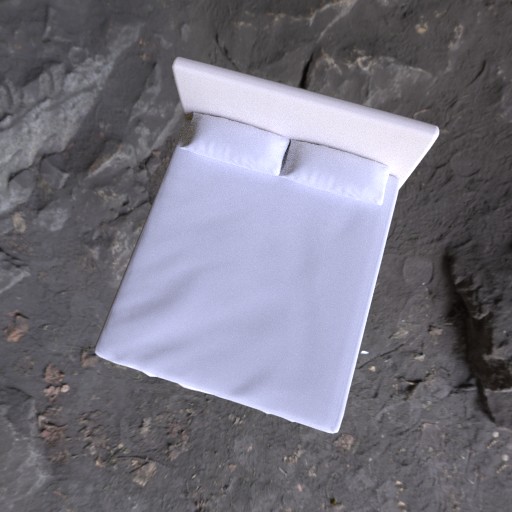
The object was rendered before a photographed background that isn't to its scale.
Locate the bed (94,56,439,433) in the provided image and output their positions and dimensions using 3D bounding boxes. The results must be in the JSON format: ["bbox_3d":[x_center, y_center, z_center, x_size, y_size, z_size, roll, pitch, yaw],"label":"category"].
[{"bbox_3d":[0.000,0.000,3.585,2.119,1.317,2.341,17,75,5],"label":"bed"}]
